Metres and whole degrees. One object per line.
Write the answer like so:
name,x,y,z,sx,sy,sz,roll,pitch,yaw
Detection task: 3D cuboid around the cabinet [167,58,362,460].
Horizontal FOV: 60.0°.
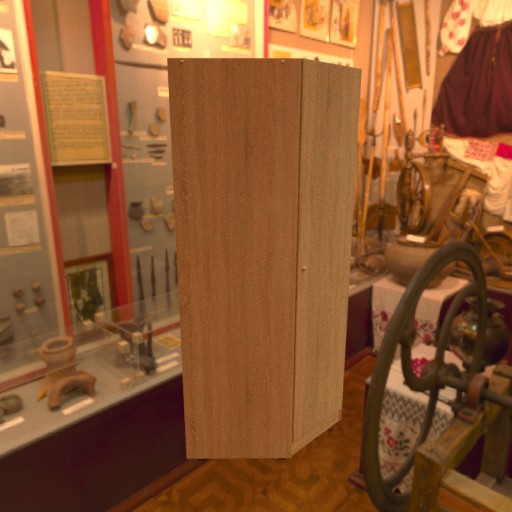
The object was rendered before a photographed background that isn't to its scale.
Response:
cabinet,0.000,0.000,2.770,1.327,2.120,1.094,-15,21,-42
